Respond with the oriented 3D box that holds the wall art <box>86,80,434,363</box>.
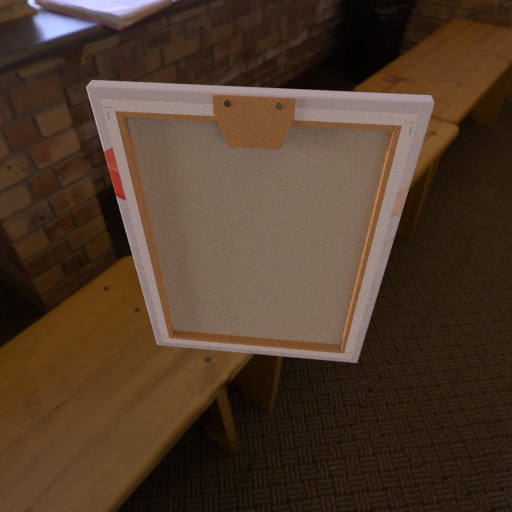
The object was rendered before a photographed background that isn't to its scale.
[{"bbox_3d":[0.000,0.000,1.326,0.759,1.014,0.045,4,45,4],"label":"wall art"}]
